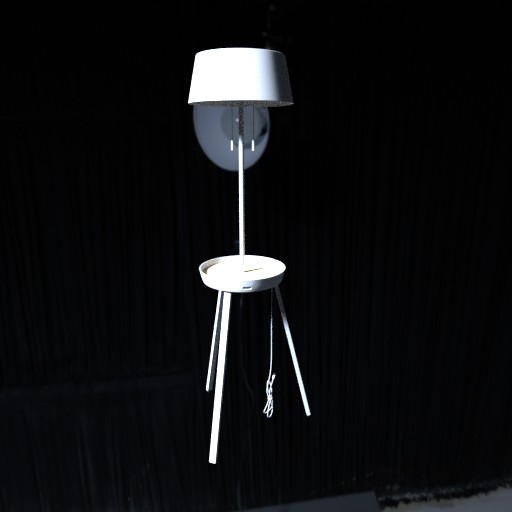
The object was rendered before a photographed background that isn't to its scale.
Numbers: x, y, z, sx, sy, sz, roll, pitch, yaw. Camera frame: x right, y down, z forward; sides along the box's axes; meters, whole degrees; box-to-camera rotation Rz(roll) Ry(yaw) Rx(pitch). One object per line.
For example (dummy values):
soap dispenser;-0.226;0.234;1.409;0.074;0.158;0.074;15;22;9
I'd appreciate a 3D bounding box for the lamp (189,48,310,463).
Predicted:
lamp;0.000;0.000;1.698;0.468;1.429;0.508;-2;15;-7
